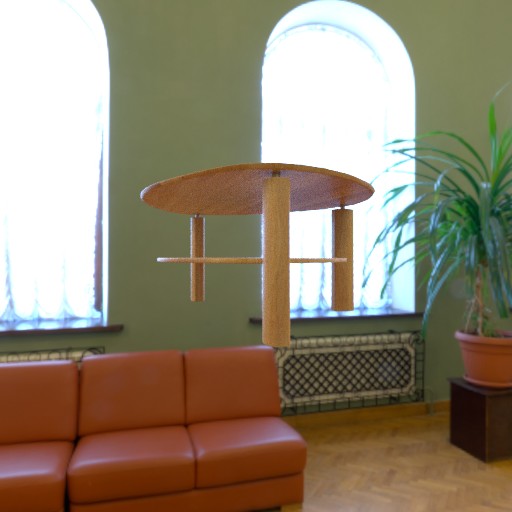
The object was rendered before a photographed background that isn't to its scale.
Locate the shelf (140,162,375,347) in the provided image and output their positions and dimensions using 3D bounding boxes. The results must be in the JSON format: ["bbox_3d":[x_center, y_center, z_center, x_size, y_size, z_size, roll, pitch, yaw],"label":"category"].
[{"bbox_3d":[0.000,0.000,1.677,0.845,0.440,1.246,0,0,-17],"label":"shelf"}]
